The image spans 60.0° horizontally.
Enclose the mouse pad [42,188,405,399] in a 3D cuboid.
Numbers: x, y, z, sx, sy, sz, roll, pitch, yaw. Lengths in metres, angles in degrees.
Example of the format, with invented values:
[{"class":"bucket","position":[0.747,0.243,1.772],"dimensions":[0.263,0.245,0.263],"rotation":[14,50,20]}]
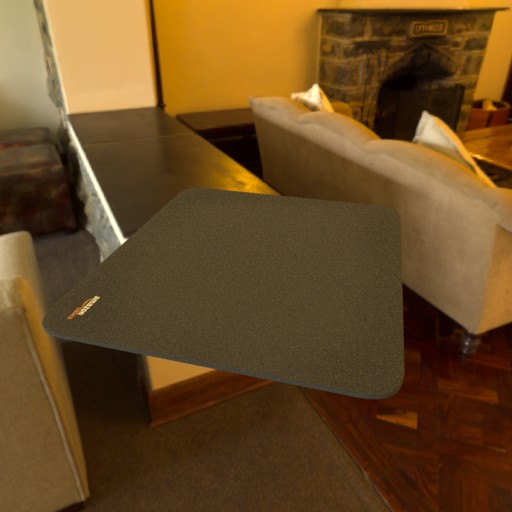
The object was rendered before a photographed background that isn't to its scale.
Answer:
[{"class":"mouse pad","position":[0.000,0.000,0.321],"dimensions":[0.203,0.003,0.229],"rotation":[8,31,13]}]
